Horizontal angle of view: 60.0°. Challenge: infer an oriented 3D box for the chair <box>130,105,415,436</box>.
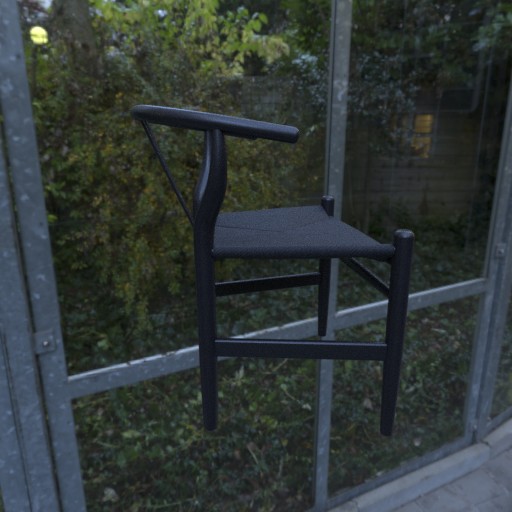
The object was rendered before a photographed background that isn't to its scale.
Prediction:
[{"bbox_3d":[0.000,0.000,1.149,0.579,0.730,0.569,-2,16,-8],"label":"chair"}]
